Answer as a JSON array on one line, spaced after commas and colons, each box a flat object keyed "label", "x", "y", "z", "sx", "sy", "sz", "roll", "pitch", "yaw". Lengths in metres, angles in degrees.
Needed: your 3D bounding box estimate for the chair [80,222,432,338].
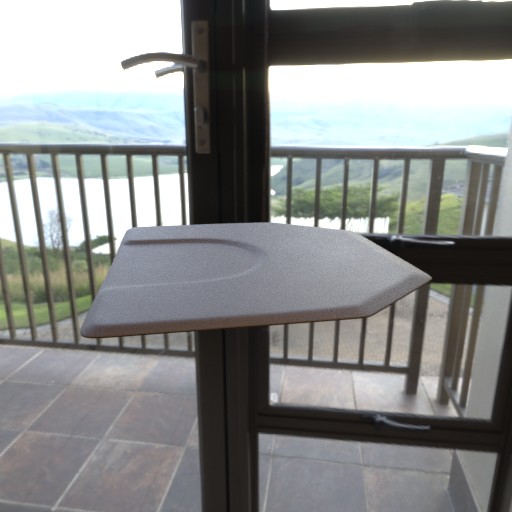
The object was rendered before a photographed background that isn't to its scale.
[{"label": "chair", "x": 0.000, "y": 0.000, "z": 1.929, "sx": 1.219, "sy": 0.024, "sz": 1.372, "roll": -3, "pitch": 16, "yaw": -10}]
